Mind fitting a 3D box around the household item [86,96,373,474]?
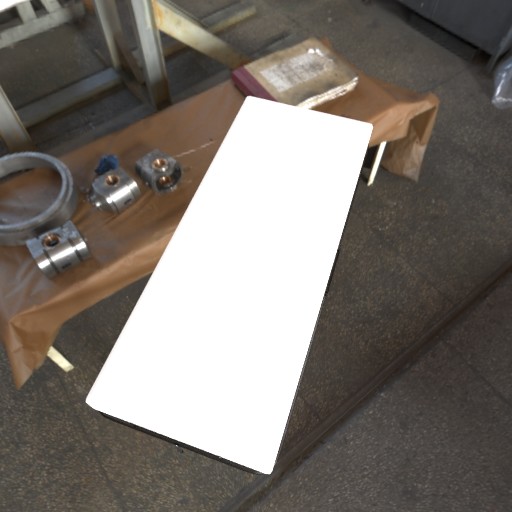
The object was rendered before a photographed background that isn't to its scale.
[{"bbox_3d":[0.000,0.000,2.220,0.787,0.356,1.905,16,60,10],"label":"household item"}]
